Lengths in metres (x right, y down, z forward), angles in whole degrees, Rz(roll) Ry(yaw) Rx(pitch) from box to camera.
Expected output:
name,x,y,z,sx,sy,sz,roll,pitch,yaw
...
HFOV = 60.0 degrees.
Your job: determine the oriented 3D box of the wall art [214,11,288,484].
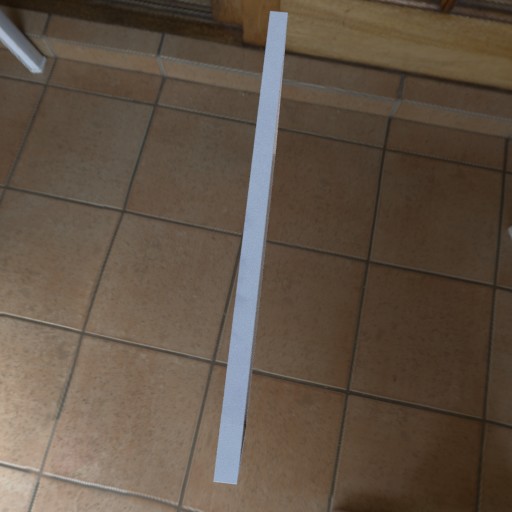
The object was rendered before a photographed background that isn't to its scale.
name,x,y,z,sx,sy,sz,roll,pitch,yaw
wall art,0.000,0.000,1.119,0.038,0.610,0.915,6,75,2
